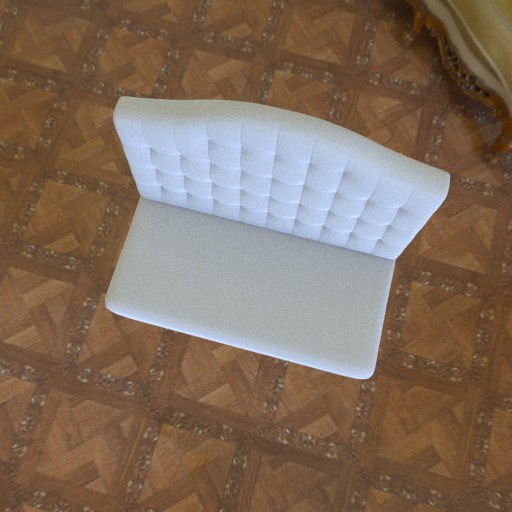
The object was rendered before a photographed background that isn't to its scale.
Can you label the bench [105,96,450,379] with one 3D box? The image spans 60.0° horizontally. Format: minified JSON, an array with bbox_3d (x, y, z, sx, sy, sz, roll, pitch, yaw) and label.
[{"bbox_3d":[0.000,0.000,2.048,1.335,1.180,0.815,14,76,4],"label":"bench"}]
